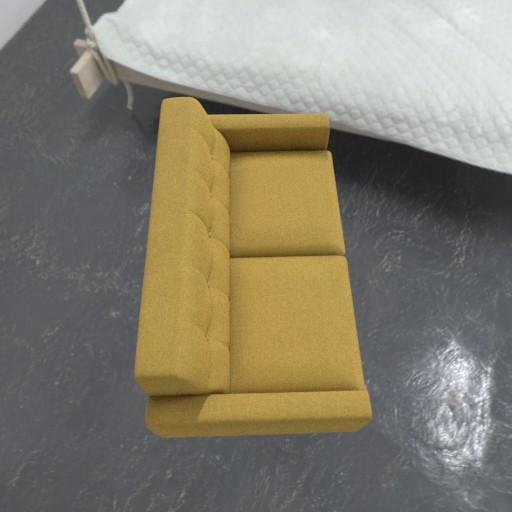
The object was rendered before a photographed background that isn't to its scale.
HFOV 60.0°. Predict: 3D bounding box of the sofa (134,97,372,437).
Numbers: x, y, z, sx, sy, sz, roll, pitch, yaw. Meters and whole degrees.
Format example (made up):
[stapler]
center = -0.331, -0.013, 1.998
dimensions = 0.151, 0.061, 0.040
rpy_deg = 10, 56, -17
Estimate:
[sofa]
center = 0.000, 0.000, 2.211
dimensions = 0.909, 0.841, 1.631
rpy_deg = -1, 61, -1
